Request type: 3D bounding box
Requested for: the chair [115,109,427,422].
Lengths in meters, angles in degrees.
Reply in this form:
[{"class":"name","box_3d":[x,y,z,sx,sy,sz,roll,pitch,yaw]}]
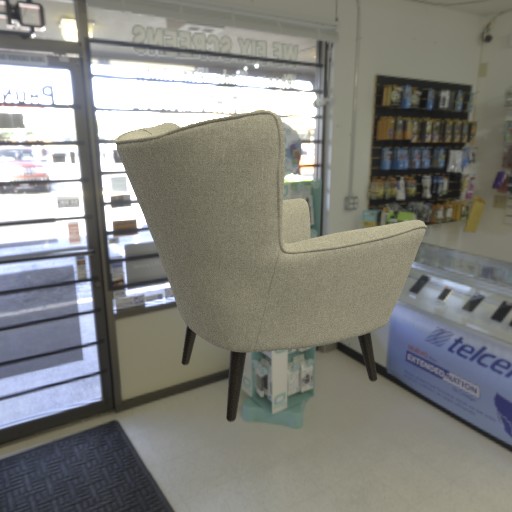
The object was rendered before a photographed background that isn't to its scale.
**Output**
[{"class":"chair","box_3d":[0.000,0.000,1.569,0.888,0.933,0.781,-8,16,-28]}]
